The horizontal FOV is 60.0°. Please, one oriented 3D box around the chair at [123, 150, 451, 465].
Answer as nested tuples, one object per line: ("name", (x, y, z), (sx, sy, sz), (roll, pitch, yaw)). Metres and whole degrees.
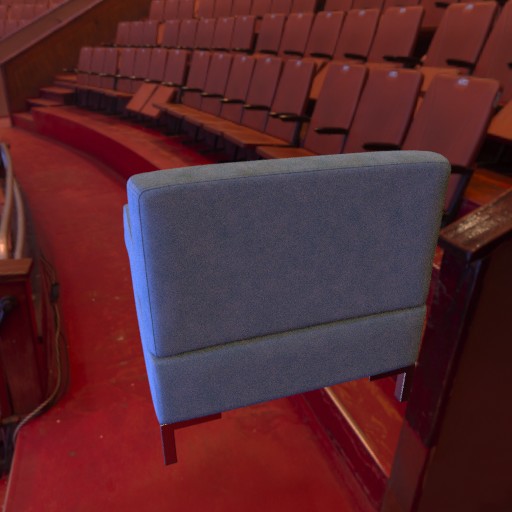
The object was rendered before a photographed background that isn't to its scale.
("chair", (0.000, 0.000, 1.241), (0.684, 0.660, 0.685), (-8, 26, -17))
